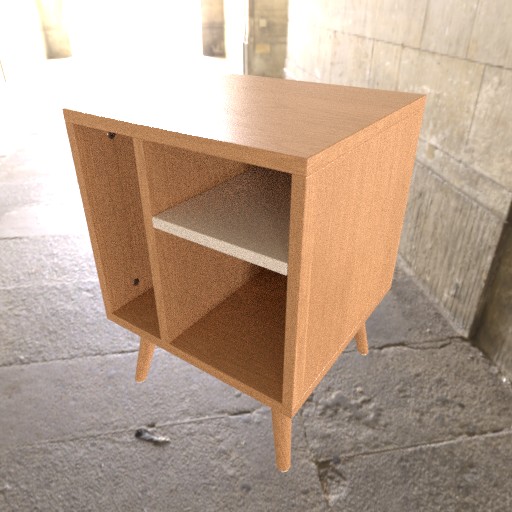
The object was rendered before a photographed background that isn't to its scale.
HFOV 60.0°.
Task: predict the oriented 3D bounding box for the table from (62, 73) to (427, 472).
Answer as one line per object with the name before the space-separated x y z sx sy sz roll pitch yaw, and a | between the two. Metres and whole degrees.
table | 0.000 0.000 0.817 0.400 0.550 0.400 19 36 29
